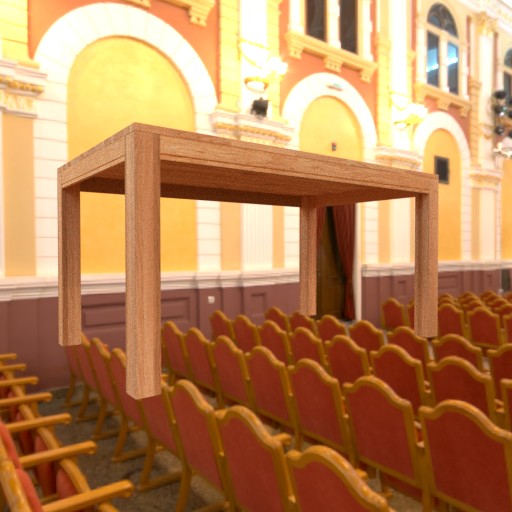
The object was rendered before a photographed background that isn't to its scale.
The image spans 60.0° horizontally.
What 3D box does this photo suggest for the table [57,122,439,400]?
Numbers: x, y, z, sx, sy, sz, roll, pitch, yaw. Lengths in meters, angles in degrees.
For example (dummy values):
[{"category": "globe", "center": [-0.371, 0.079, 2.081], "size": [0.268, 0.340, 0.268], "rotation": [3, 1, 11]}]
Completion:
[{"category": "table", "center": [0.000, 0.000, 2.034], "size": [1.500, 0.770, 0.900], "rotation": [-1, 1, -37]}]
